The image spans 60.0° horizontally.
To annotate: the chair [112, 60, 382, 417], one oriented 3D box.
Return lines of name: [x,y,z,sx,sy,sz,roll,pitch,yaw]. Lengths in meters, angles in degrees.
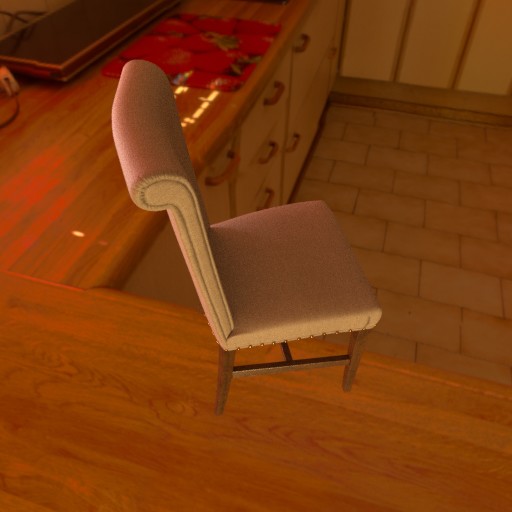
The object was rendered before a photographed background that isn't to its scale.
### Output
chair: [0.000,0.000,1.294,0.608,0.988,0.513,-10,47,-9]
